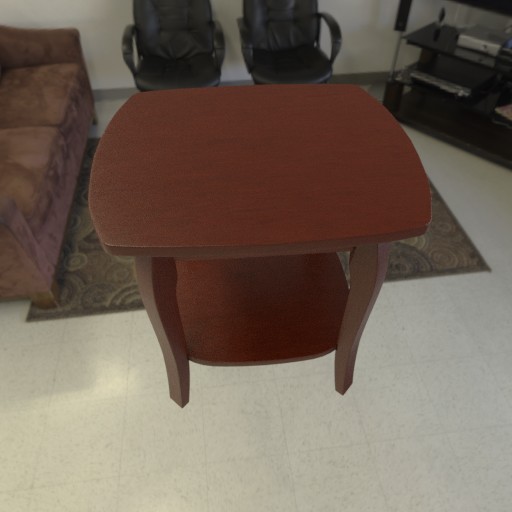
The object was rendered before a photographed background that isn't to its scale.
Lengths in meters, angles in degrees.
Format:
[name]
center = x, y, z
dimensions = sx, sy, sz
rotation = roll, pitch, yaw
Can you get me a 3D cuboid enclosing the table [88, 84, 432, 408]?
[table]
center = 0.000, 0.000, 0.877
dimensions = 0.502, 0.496, 0.433
rotation = -3, 46, -3
